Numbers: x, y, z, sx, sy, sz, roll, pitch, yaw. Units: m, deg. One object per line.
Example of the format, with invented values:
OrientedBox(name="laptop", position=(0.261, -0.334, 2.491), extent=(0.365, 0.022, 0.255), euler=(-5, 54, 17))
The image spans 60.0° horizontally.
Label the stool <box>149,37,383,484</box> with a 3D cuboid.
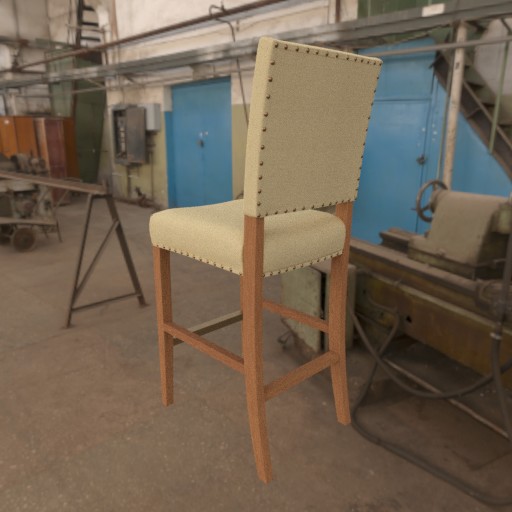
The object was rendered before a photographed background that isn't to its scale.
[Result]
OrientedBox(name="stool", position=(0.000, 0.000, 1.429), extent=(0.445, 1.168, 0.584), euler=(-14, 21, -41))
